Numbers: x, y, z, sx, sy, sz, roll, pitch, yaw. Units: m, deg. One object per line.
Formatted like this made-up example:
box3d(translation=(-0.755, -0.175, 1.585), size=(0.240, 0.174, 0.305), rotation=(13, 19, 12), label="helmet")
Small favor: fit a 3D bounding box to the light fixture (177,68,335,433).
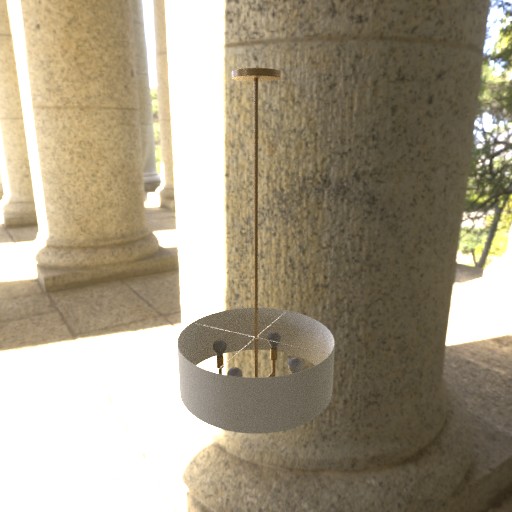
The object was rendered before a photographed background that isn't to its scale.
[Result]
box3d(translation=(0.000, 0.000, 1.376), size=(0.508, 1.067, 0.508), rotation=(0, 15, 0), label="light fixture")
